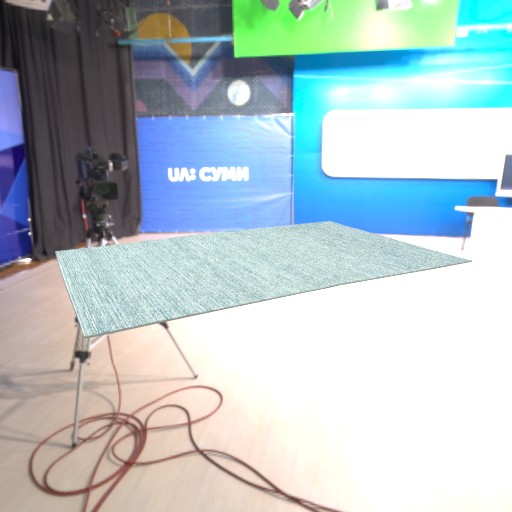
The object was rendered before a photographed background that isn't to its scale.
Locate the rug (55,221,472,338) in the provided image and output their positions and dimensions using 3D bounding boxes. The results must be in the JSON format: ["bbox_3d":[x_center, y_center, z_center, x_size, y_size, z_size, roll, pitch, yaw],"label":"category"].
[{"bbox_3d":[0.000,0.000,2.315,1.853,0.022,1.174,-8,18,-27],"label":"rug"}]
